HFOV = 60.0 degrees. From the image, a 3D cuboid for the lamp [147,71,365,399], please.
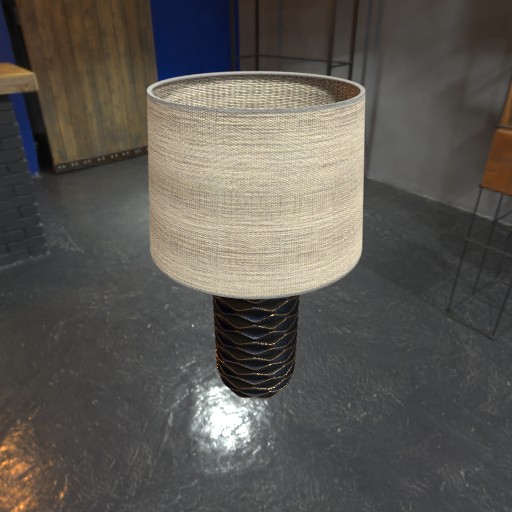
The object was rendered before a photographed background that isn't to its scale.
[{"bbox_3d":[0.000,0.000,0.821,0.376,0.594,0.376,0,30,0],"label":"lamp"}]
